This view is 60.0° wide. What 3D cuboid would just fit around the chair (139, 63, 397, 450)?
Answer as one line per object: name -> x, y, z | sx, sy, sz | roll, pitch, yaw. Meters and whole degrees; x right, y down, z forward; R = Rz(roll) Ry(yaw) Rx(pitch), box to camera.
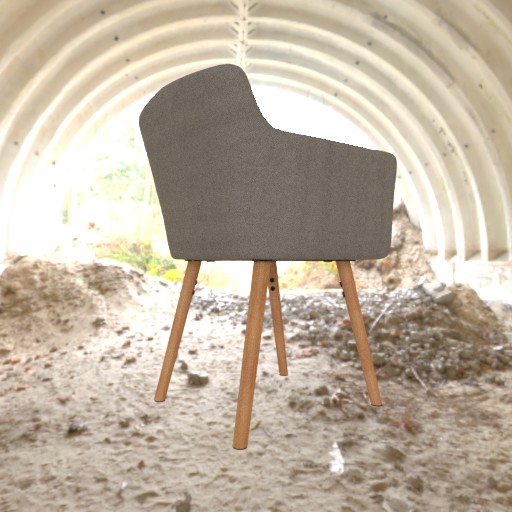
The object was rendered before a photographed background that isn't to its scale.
chair -> 0.000, 0.000, 1.166 | 0.540, 0.780, 0.570 | 0, -1, -37
